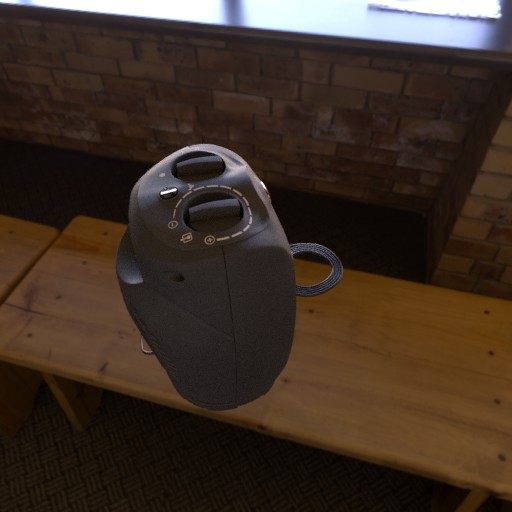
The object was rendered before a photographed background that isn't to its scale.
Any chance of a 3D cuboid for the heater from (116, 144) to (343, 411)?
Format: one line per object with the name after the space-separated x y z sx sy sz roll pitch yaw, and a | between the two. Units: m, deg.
0.000 0.000 0.477 0.291 0.255 0.239 -12 48 -11 | heater
